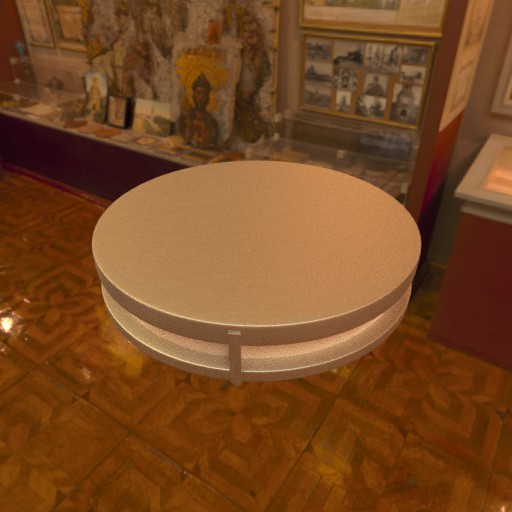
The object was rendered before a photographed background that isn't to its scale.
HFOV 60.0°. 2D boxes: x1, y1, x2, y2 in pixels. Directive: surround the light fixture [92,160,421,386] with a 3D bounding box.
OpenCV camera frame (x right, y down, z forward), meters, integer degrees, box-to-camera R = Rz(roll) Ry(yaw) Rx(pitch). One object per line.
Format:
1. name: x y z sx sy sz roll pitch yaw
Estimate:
1. light fixture: 0.000 0.000 0.526 0.356 0.102 0.356 0 33 0
